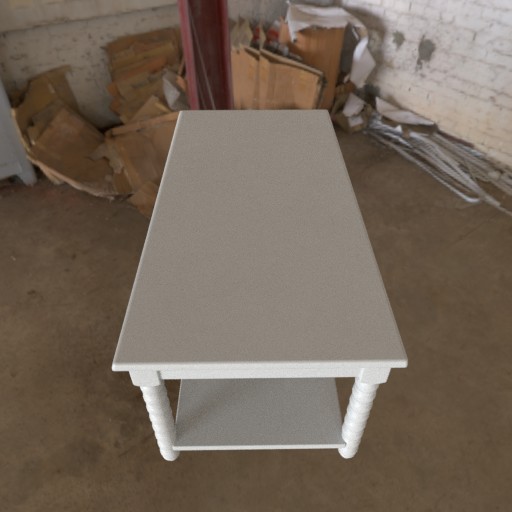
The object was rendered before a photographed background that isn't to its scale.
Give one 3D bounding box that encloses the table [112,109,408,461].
[{"bbox_3d":[0.000,0.000,1.441,0.580,0.487,1.171,-1,42,-1],"label":"table"}]
